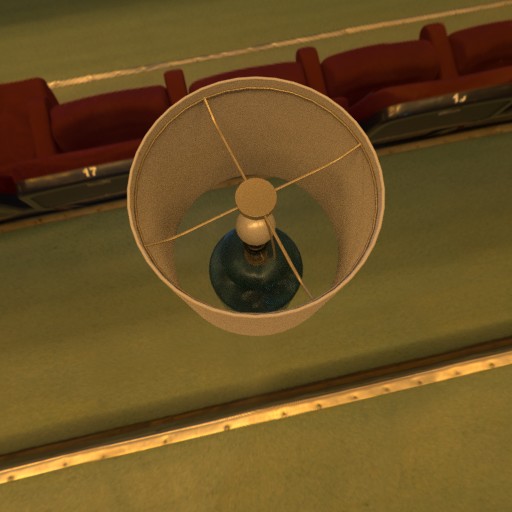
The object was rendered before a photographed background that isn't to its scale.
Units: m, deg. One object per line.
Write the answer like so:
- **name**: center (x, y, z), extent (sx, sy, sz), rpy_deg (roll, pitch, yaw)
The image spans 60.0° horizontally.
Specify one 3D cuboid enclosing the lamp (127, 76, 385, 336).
- **lamp**: center (0.000, 0.000, 0.583), extent (0.211, 0.455, 0.211), rpy_deg (-13, 76, -3)
